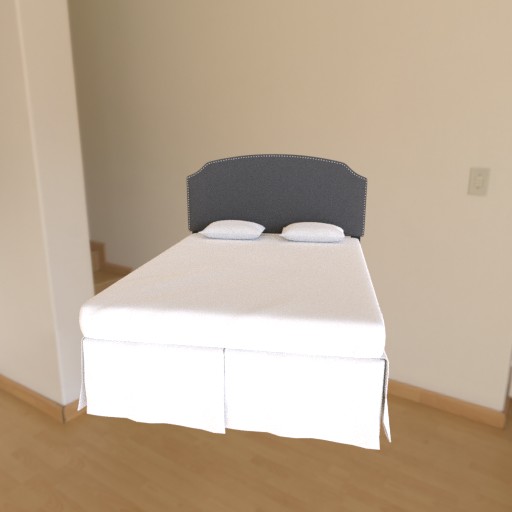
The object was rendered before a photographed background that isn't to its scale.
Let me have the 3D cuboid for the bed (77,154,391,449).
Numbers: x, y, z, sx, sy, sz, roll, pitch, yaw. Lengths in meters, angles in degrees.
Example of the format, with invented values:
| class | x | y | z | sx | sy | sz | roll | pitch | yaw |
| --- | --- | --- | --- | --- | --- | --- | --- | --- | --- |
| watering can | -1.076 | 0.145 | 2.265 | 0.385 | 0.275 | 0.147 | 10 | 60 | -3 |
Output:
| class | x | y | z | sx | sy | sz | roll | pitch | yaw |
| --- | --- | --- | --- | --- | --- | --- | --- | --- | --- |
| bed | 0.000 | 0.000 | 2.907 | 1.558 | 1.270 | 1.999 | 2 | 14 | 9 |
